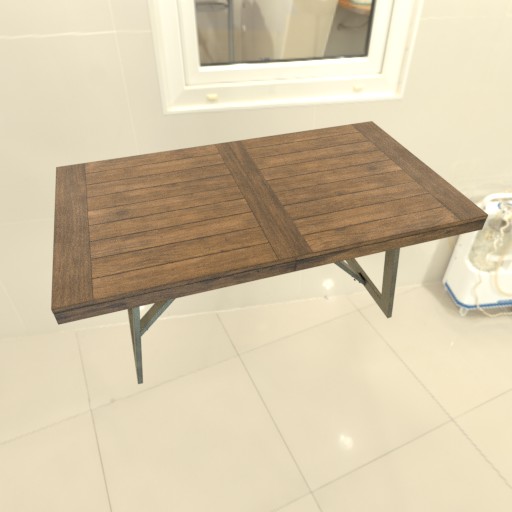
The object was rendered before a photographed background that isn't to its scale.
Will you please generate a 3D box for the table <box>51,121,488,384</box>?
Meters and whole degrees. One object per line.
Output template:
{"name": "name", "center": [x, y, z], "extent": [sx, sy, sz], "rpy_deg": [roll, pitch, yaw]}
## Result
{"name": "table", "center": [0.000, 0.000, 2.153], "extent": [1.641, 0.757, 0.931], "rpy_deg": [-12, 42, -14]}
